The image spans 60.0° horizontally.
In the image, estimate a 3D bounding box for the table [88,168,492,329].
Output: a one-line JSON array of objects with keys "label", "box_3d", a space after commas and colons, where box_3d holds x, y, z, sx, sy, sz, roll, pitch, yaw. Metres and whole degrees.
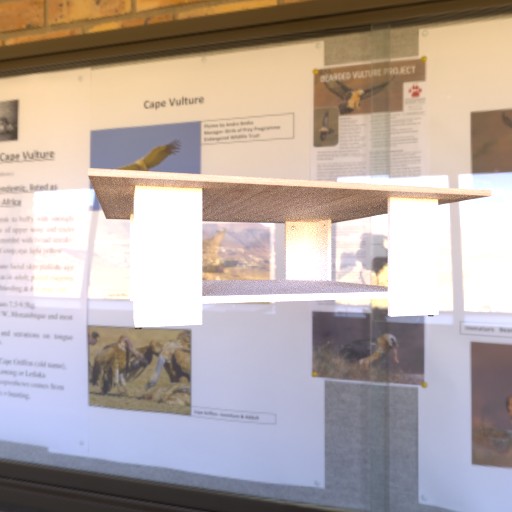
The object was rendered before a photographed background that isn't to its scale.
[{"label": "table", "box_3d": [0.000, 0.000, 1.339, 0.890, 0.305, 0.890, 0, 0, -17]}]
